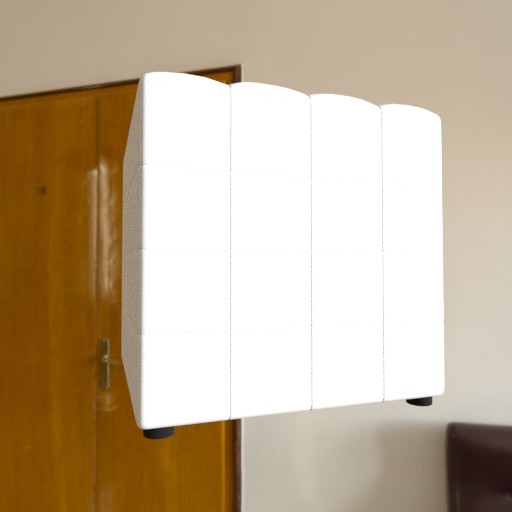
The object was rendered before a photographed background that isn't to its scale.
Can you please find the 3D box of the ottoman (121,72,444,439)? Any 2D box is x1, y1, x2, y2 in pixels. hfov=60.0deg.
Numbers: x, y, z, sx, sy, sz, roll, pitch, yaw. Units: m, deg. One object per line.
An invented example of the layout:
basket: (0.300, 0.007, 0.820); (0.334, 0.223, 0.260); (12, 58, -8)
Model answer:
ottoman: (0.000, 0.000, 0.764); (0.425, 0.432, 0.425); (1, -2, -19)
